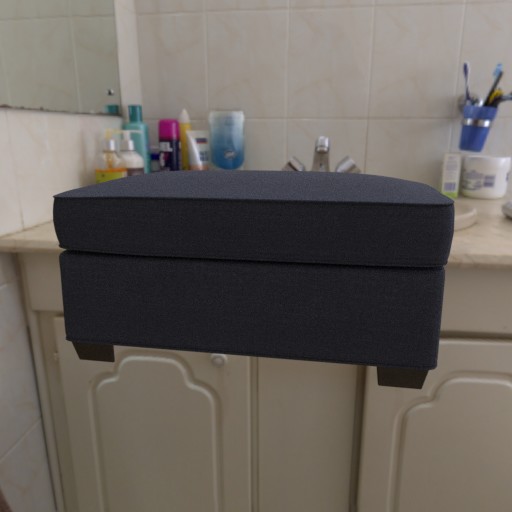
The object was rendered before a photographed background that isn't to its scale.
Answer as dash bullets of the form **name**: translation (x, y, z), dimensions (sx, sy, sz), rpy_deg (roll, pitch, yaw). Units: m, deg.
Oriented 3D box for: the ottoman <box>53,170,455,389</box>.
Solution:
- **ottoman**: translation (0.000, 0.000, 1.199), dimensions (0.895, 0.453, 0.505), rpy_deg (3, 15, 9)
